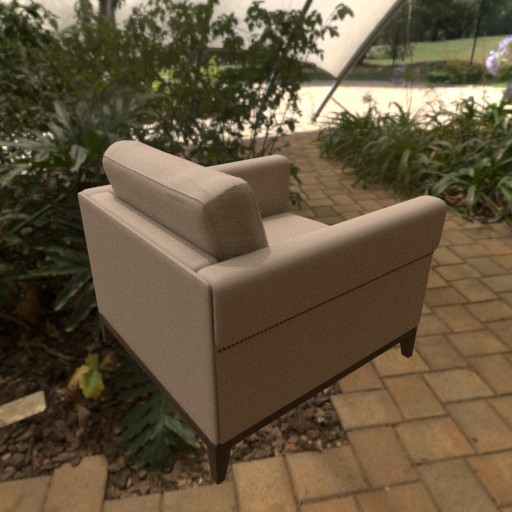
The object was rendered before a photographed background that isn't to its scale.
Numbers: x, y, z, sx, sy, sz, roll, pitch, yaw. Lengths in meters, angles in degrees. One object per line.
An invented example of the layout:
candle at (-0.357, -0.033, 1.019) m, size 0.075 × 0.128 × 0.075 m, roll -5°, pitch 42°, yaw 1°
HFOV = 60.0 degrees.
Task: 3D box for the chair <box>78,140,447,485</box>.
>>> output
chair at (0.000, 0.000, 1.653) m, size 0.959 × 0.838 × 0.914 m, roll -19°, pitch 31°, yaw -34°
